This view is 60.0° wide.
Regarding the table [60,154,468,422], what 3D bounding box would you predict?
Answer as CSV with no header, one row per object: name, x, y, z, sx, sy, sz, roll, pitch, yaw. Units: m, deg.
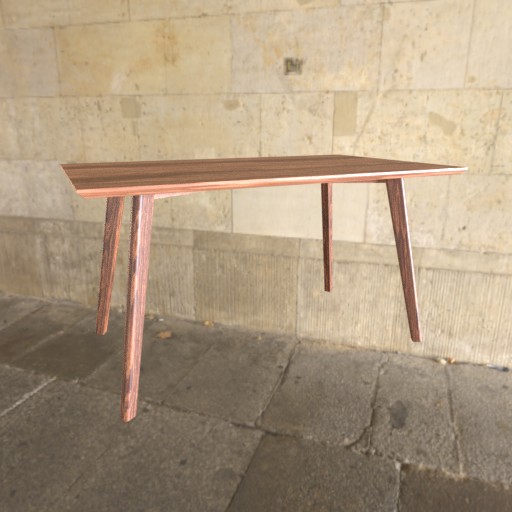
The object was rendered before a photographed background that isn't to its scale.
table,0.000,0.000,1.804,1.349,0.724,0.801,-8,18,-24
